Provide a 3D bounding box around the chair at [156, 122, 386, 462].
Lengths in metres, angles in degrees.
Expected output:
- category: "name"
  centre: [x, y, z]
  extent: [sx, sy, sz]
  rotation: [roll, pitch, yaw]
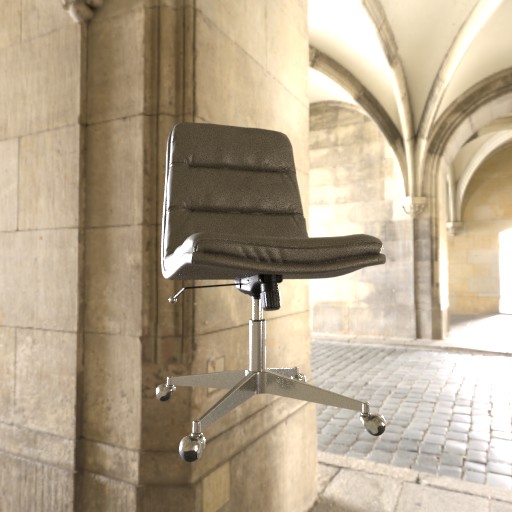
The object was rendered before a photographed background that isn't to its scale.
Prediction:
- category: "chair"
  centre: [0.000, 0.000, 1.040]
  extent: [0.422, 0.738, 0.485]
  rotation: [1, -2, -19]
